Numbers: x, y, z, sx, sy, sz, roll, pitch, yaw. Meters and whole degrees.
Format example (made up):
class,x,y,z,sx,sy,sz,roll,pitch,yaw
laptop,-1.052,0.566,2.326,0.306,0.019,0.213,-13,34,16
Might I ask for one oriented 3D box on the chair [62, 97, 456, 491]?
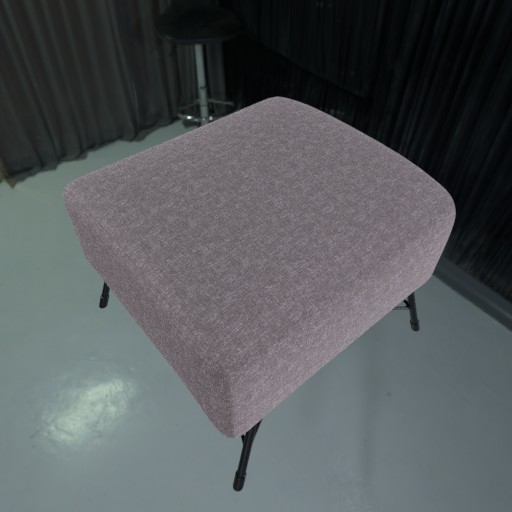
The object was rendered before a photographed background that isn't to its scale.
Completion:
class,x,y,z,sx,sy,sz,roll,pitch,yaw
chair,0.000,0.000,0.873,0.530,0.410,0.530,-32,55,-26
